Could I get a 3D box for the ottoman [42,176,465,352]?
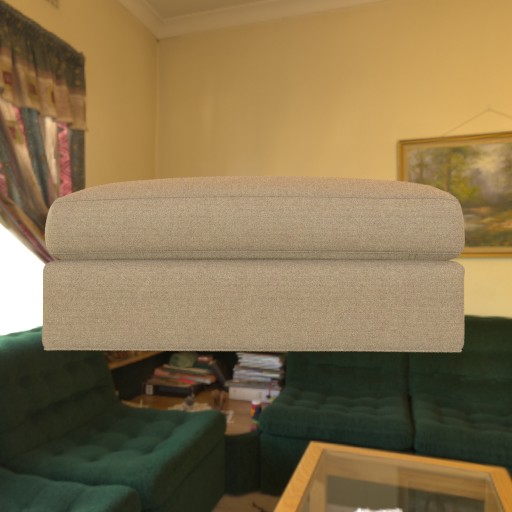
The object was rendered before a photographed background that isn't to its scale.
[{"bbox_3d":[0.000,0.000,1.569,1.041,0.470,1.041,0,-1,1],"label":"ottoman"}]
